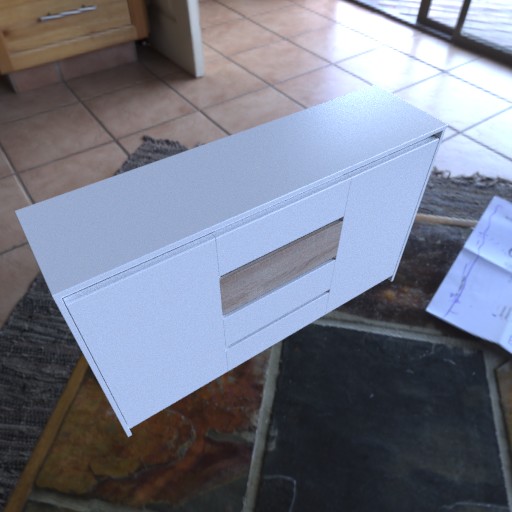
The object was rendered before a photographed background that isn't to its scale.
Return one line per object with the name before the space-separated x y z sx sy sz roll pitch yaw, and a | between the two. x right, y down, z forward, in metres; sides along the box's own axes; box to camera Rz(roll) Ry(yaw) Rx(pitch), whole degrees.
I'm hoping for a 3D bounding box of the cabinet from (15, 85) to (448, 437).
cabinet | 0.000 0.000 1.795 1.450 0.900 0.380 -26 52 -22
